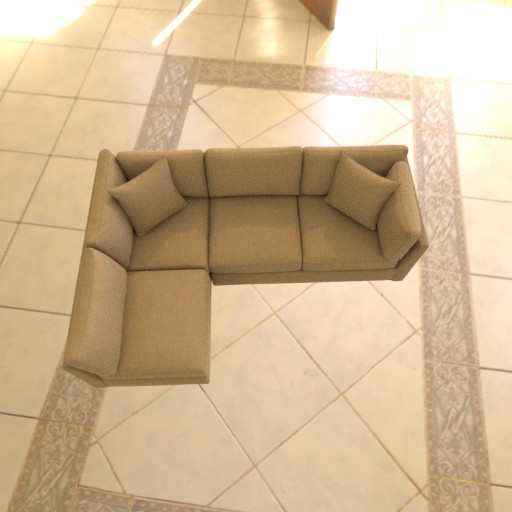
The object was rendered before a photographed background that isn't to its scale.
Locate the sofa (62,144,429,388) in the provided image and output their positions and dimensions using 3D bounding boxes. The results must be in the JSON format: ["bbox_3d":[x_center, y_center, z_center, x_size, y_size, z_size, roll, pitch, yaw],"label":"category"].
[{"bbox_3d":[0.000,0.000,3.863,2.896,0.978,1.994,-2,62,-1],"label":"sofa"}]
